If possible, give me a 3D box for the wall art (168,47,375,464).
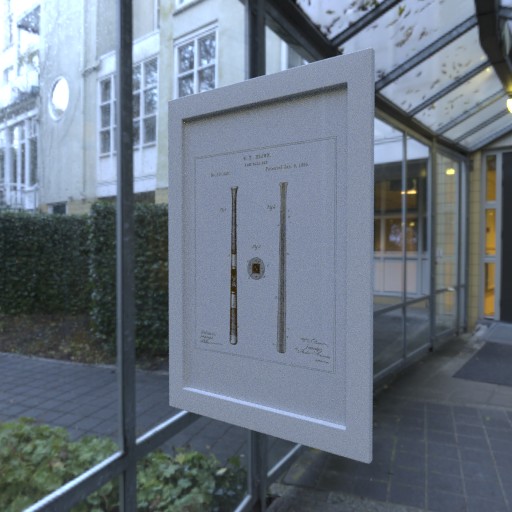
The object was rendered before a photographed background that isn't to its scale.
[{"bbox_3d":[0.000,0.000,0.609,0.329,0.482,0.011,1,2,35],"label":"wall art"}]
